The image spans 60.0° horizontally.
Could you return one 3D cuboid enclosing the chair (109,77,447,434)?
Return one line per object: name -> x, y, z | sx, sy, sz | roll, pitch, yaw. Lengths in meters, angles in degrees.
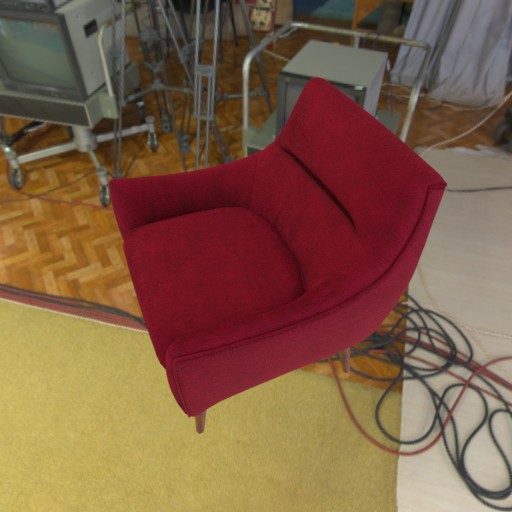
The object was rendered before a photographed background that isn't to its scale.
chair -> 0.000, 0.000, 1.441 | 0.787, 0.838, 0.762 | -17, 49, -16
